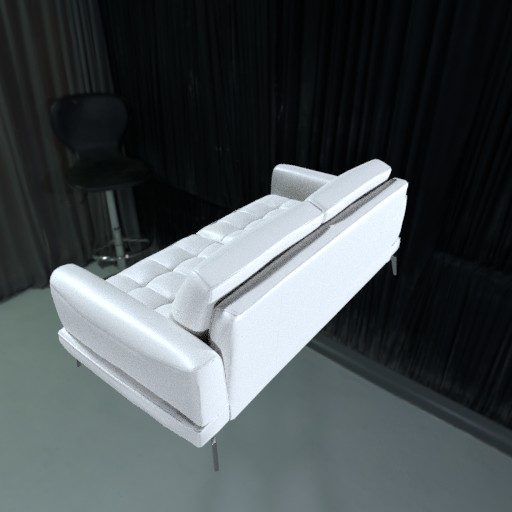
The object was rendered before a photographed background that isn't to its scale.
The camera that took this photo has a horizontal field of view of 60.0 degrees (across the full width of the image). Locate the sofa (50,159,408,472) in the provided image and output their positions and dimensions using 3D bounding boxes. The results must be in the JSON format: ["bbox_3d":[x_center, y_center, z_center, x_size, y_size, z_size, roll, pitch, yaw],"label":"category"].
[{"bbox_3d":[0.000,0.000,2.723,1.121,0.930,2.177,22,37,32],"label":"sofa"}]
